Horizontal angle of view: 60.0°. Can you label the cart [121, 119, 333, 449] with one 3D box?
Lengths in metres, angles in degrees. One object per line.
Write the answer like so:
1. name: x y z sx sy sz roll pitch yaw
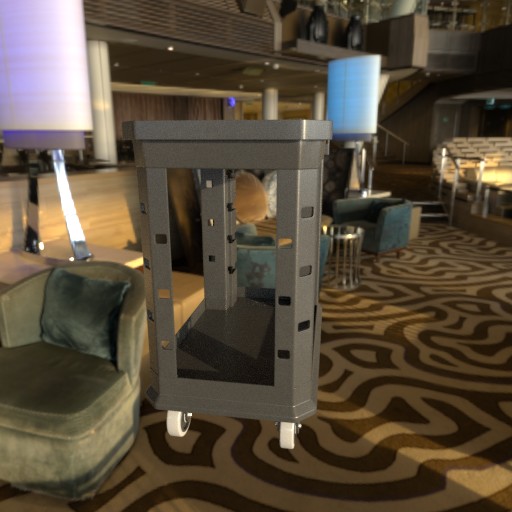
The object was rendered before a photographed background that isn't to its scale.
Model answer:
1. cart: 0.000 0.000 1.571 0.497 0.884 1.061 2 15 9
